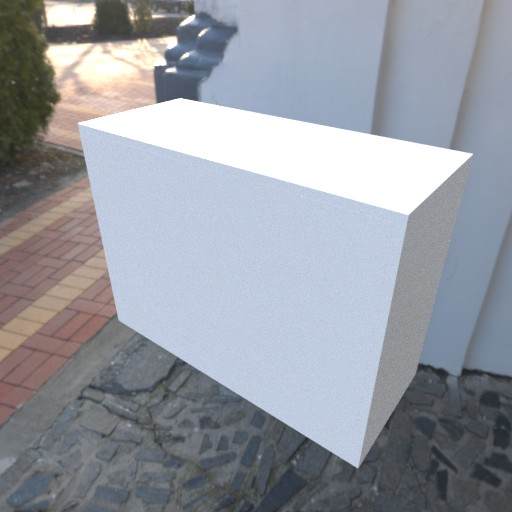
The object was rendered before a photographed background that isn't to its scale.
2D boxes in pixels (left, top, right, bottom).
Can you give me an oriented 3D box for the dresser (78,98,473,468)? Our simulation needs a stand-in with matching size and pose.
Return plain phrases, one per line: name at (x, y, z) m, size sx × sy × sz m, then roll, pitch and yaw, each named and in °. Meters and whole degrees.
dresser at (0.000, 0.000, 1.517) m, size 1.100 × 0.820 × 0.460 m, roll 22°, pitch 38°, yaw 31°
